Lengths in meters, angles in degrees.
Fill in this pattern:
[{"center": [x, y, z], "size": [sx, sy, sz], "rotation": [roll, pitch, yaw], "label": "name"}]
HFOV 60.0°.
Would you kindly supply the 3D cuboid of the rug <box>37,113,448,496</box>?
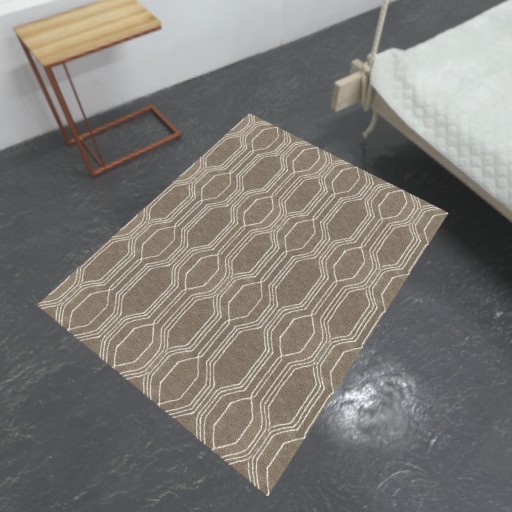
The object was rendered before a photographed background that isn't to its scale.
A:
[{"center": [0.000, 0.000, 4.102], "size": [2.457, 0.012, 3.062], "rotation": [32, 63, 18], "label": "rug"}]
